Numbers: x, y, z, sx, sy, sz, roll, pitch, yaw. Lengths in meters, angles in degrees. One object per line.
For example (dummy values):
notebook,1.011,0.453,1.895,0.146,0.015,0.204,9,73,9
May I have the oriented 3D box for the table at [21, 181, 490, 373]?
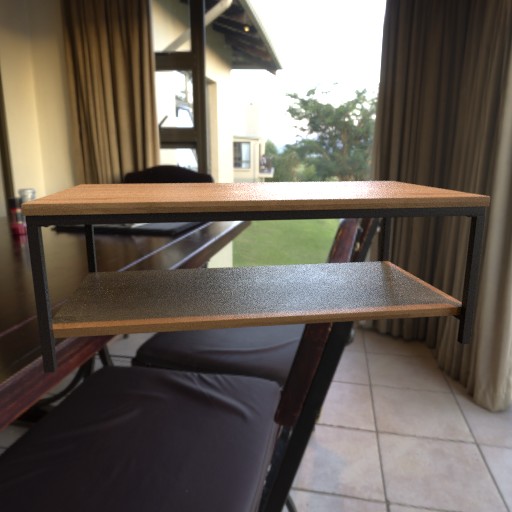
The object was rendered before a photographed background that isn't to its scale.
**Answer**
table,0.000,0.000,1.339,1.100,0.399,0.551,-2,14,-8
